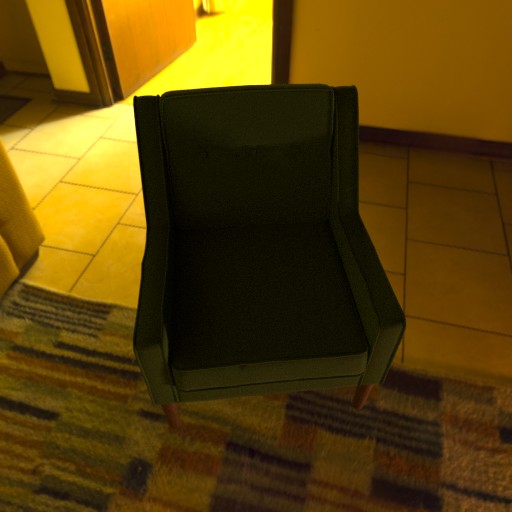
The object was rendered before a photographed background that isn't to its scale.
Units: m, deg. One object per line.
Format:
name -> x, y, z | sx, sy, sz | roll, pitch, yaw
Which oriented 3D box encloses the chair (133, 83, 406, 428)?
chair -> 0.000, 0.000, 1.327 | 0.663, 0.792, 0.743 | -4, 47, -4
